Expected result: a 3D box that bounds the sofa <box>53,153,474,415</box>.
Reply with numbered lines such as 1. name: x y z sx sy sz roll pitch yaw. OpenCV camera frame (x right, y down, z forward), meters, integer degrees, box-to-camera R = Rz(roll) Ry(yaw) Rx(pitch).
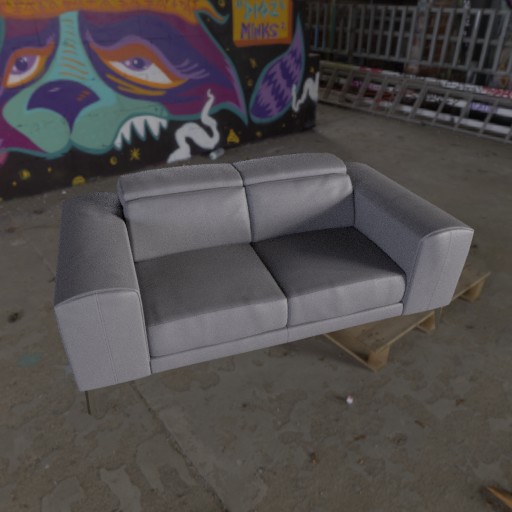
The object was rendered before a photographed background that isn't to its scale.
1. sofa: 0.000 0.000 2.355 1.895 0.779 1.003 -10 32 -16
